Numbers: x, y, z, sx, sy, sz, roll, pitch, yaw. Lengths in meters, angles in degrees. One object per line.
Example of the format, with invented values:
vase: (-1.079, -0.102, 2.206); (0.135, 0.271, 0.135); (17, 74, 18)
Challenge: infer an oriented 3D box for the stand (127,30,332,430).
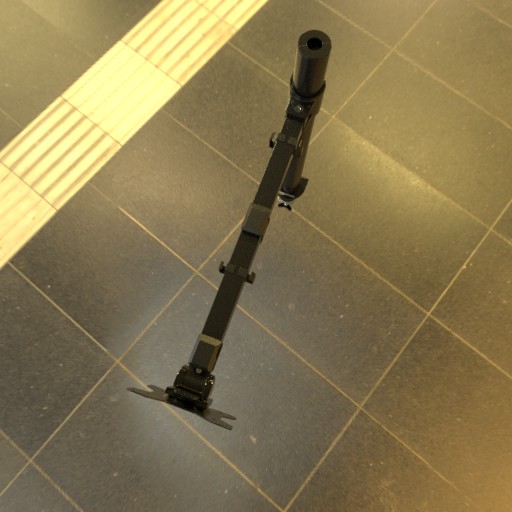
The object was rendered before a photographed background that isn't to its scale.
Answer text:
stand: (0.000, 0.000, 0.704); (0.115, 0.510, 0.456); (19, 76, 5)
